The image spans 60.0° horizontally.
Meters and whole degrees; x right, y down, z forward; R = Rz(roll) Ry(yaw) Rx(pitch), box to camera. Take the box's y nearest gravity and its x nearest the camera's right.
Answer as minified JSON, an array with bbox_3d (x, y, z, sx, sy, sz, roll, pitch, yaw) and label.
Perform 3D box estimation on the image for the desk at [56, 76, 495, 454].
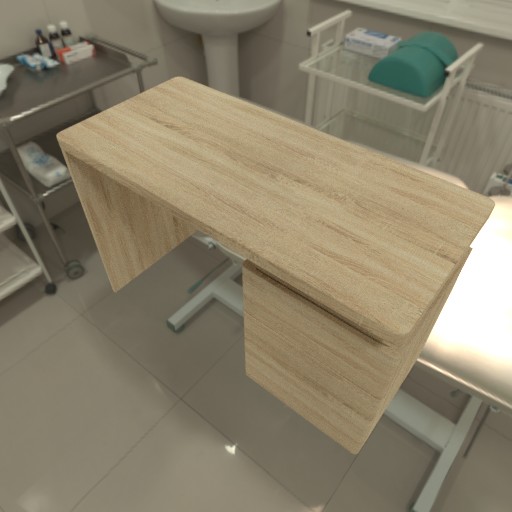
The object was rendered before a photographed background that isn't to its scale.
[{"bbox_3d":[0.000,0.000,1.556,1.200,0.760,0.550,30,53,26],"label":"desk"}]
